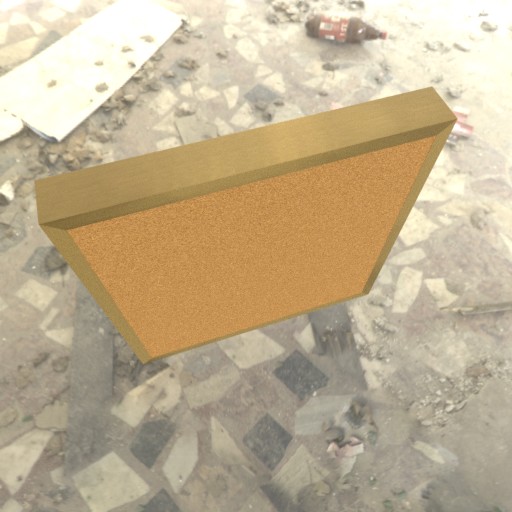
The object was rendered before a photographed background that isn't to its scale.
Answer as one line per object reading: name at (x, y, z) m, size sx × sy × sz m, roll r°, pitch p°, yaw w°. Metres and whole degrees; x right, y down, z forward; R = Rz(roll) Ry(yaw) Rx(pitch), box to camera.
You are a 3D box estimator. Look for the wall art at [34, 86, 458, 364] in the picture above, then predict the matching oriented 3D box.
wall art at (0.000, 0.000, 0.447) m, size 0.304 × 0.305 × 0.038 m, roll -16°, pitch 61°, yaw -9°
